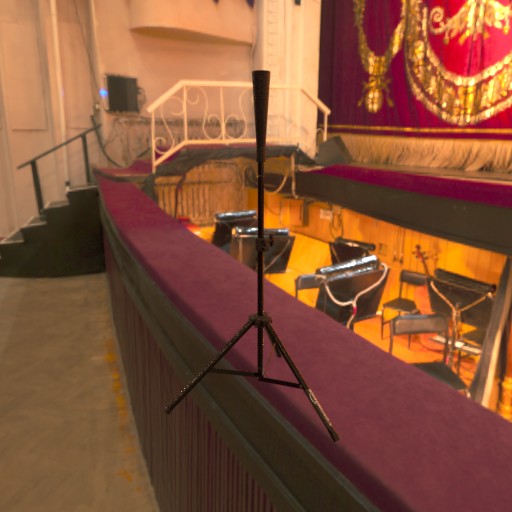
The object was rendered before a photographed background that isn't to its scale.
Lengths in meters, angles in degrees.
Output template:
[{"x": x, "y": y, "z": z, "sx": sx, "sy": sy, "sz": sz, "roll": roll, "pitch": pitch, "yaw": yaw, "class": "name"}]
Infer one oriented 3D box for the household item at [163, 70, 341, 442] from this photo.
[{"x": 0.000, "y": 0.000, "z": 1.356, "sx": 0.559, "sy": 1.067, "sz": 0.559, "roll": -9, "pitch": 17, "yaw": -29, "class": "household item"}]
